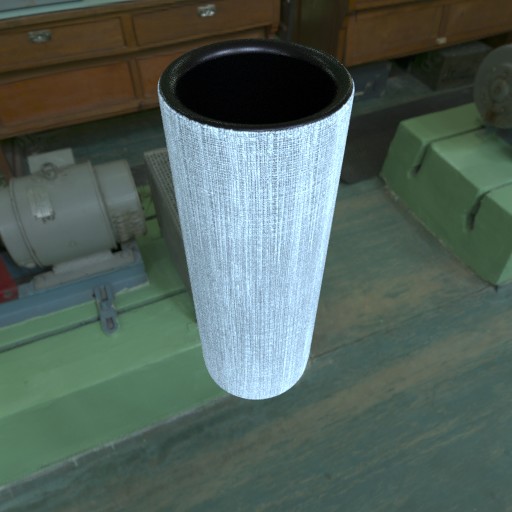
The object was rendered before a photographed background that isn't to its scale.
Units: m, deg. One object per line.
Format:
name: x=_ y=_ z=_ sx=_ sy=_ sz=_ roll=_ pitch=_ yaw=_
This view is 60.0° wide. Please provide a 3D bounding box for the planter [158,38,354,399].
planter: x=0.000 y=0.000 z=0.325 sx=0.100 sy=0.270 sz=0.100 roll=-19 pitch=50 yaw=-17
